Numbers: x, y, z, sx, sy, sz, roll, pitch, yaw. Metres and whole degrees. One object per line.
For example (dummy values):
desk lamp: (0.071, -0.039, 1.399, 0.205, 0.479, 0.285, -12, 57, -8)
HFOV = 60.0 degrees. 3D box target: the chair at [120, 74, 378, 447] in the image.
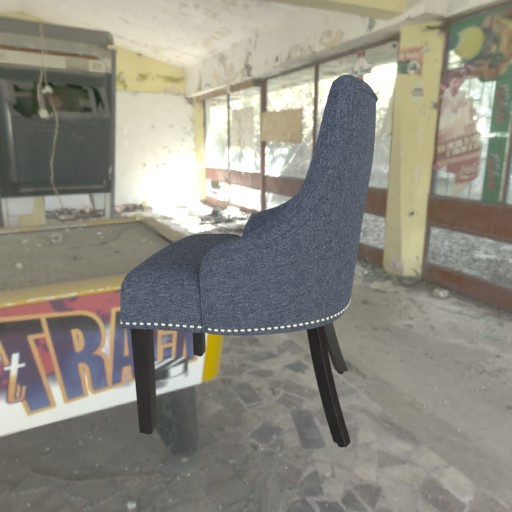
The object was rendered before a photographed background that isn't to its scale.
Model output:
chair: (0.000, 0.000, 1.290, 0.629, 0.909, 0.566, 2, 14, 10)
